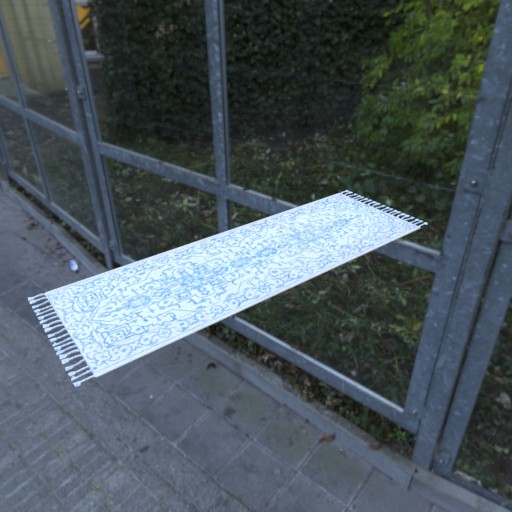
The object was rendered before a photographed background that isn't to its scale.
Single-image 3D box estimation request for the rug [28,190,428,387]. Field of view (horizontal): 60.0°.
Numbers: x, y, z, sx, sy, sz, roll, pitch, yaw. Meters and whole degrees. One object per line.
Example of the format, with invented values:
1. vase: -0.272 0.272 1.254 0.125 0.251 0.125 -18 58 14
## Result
1. rug: 0.000 0.000 2.706 2.449 0.011 0.774 -21 37 -31
